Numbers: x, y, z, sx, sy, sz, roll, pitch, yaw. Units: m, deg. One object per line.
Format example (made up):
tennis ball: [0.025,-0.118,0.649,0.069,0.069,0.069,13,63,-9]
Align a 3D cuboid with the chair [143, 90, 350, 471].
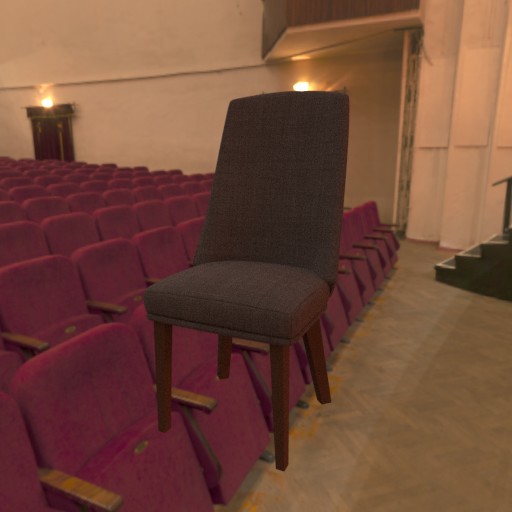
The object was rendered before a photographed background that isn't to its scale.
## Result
chair: [0.000,0.000,1.398,0.510,1.050,0.577,6,14,25]
